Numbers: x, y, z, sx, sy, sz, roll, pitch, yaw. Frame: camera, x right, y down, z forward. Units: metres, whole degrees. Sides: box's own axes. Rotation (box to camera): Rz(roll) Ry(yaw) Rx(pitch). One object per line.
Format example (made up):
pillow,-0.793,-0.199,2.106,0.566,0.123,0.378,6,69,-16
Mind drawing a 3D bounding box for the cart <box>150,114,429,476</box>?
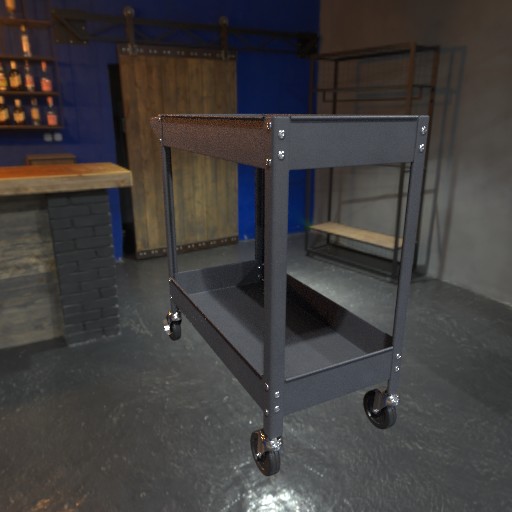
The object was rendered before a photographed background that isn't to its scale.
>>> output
cart,0.000,0.000,1.184,0.366,0.719,0.779,-9,20,-26
